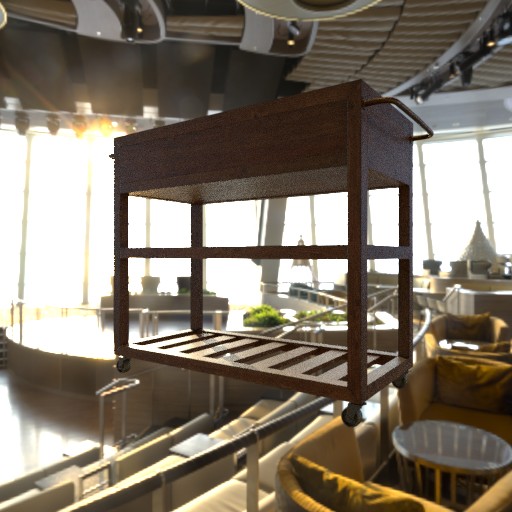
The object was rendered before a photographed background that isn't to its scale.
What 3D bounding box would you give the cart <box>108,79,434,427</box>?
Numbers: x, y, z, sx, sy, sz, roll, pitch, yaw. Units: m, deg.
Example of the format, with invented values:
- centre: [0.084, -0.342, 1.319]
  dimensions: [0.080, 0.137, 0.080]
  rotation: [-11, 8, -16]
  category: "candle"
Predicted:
- centre: [0.000, 0.000, 1.480]
  dimensions: [1.065, 0.830, 0.445]
  rotation: [0, 0, 35]
  category: "cart"
